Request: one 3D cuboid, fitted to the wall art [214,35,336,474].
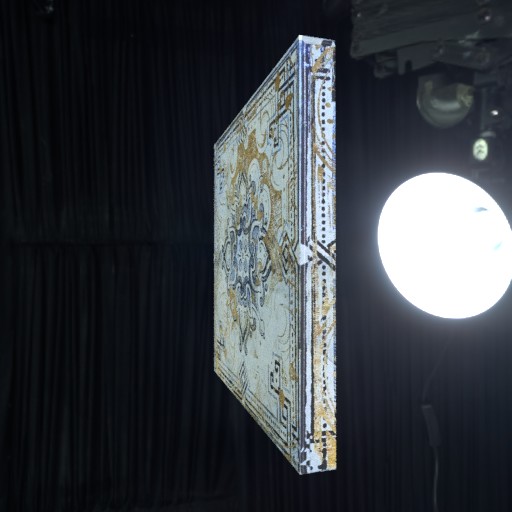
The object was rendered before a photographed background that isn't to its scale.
[{"bbox_3d":[0.000,0.000,0.615,0.038,0.410,0.411,0,-1,-17],"label":"wall art"}]
